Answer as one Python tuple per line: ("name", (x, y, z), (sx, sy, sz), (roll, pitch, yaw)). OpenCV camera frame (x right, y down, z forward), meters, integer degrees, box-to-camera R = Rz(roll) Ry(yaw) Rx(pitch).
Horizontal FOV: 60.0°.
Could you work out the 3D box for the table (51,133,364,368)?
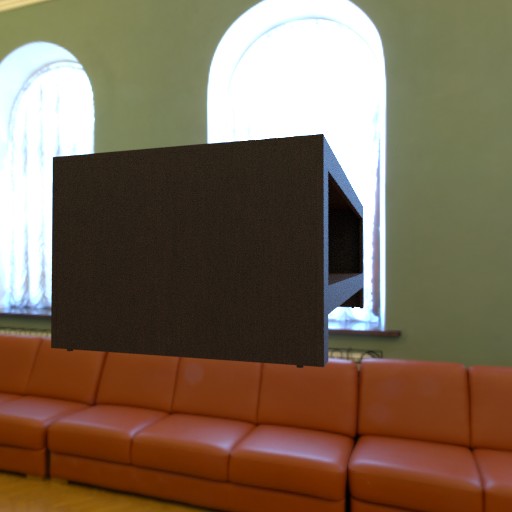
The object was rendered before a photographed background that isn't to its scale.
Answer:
("table", (0.000, 0.000, 1.408), (0.597, 0.424, 1.099), (0, -1, 17))
